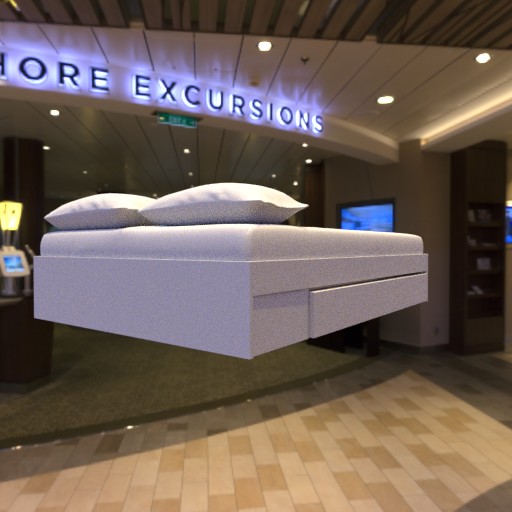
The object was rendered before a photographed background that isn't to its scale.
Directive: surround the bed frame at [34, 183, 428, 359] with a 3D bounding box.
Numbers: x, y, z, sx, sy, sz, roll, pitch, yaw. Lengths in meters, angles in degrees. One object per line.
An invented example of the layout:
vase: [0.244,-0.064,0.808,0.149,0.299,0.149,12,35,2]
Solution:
bed frame: [0.000,0.000,2.651,1.450,0.629,1.950,1,2,37]
